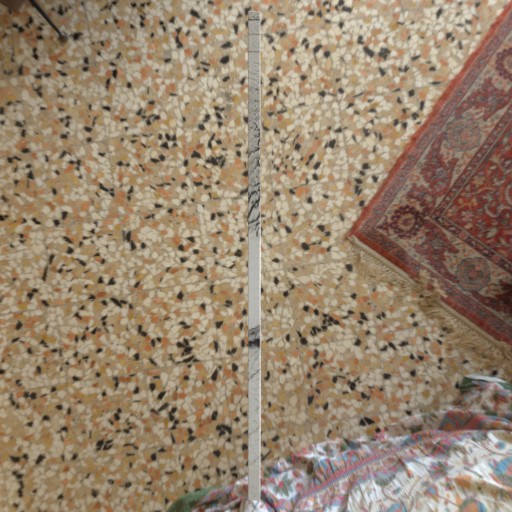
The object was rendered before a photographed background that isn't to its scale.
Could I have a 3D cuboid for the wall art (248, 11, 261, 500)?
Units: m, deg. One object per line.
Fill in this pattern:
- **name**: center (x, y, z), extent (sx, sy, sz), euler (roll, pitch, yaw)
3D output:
- **wall art**: center (0.000, 0.000, 1.131), extent (0.023, 0.607, 0.914), euler (0, 90, 1)
